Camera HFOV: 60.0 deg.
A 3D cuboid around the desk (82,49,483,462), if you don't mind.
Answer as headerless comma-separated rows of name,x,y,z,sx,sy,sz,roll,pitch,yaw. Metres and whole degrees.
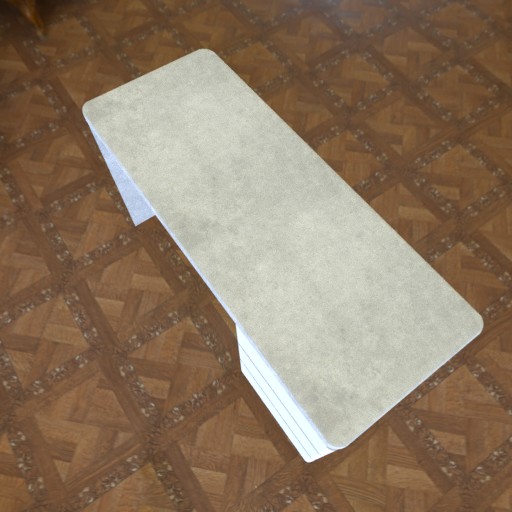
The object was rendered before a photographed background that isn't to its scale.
desk,0.000,0.000,1.718,0.550,0.755,1.400,-33,67,-16
